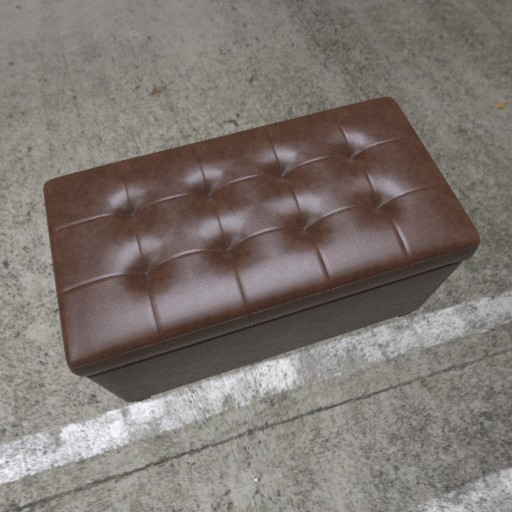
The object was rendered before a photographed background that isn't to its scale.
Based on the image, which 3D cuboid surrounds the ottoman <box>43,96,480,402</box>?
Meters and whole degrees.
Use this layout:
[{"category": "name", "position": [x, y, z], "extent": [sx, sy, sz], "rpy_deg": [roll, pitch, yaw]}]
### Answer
[{"category": "ottoman", "position": [0.000, 0.000, 1.105], "extent": [0.838, 0.470, 0.432], "rpy_deg": [-16, 64, -8]}]
